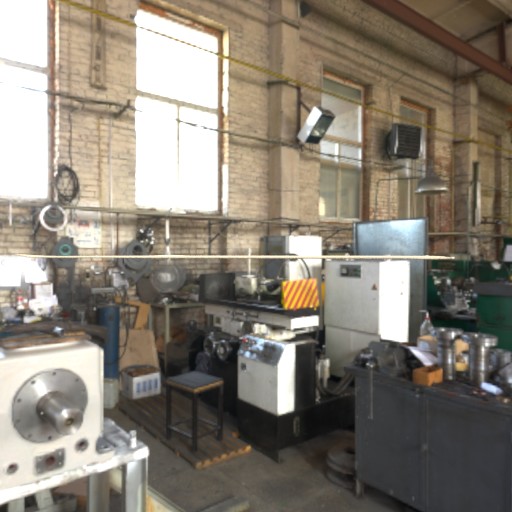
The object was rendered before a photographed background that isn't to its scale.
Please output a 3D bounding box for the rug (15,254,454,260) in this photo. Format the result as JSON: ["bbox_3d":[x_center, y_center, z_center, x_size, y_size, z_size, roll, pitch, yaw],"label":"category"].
[{"bbox_3d":[0.000,0.000,3.803,2.897,0.035,2.277,0,0,18],"label":"rug"}]
